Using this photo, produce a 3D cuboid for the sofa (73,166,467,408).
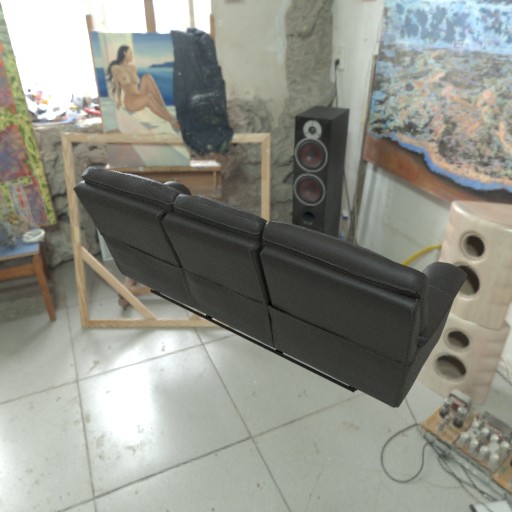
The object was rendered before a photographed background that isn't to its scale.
[{"bbox_3d":[0.000,0.000,3.171,2.627,1.134,1.104,20,36,30],"label":"sofa"}]
